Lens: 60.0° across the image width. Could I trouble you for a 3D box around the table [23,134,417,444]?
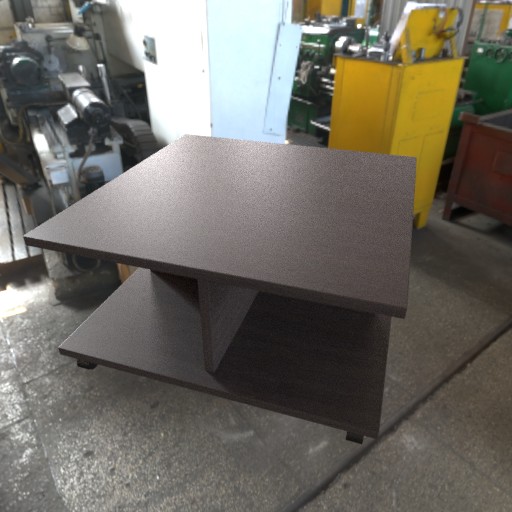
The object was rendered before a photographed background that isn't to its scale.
[{"bbox_3d":[0.000,0.000,1.223,0.762,0.396,0.762,10,33,15],"label":"table"}]
